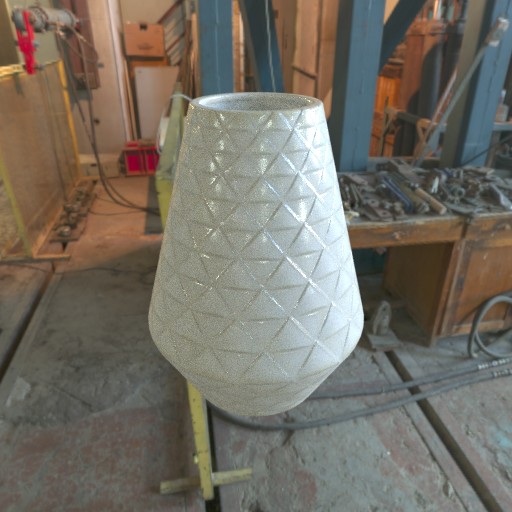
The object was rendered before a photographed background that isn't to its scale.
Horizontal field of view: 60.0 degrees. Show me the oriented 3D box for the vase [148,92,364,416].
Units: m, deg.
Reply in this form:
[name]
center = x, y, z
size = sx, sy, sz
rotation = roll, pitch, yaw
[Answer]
[vase]
center = 0.000, 0.000, 0.345
size = 0.175, 0.230, 0.175
rotation = 0, 27, 0
